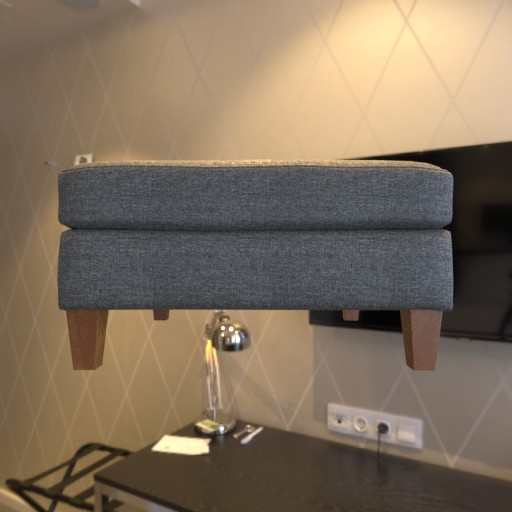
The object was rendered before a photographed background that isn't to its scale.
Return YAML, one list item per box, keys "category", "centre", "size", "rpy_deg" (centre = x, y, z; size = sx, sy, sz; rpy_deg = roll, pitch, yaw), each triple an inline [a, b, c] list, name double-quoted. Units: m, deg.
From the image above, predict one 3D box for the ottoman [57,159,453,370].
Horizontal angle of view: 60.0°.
- category: "ottoman"
  centre: [0.000, 0.000, 1.317]
  size: [0.838, 0.481, 0.838]
  rpy_deg: [0, 0, 0]
